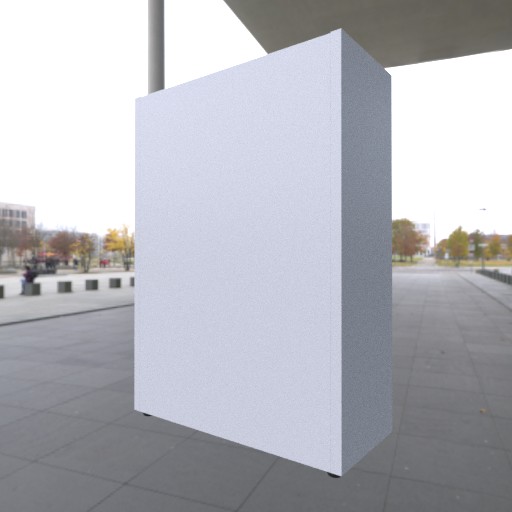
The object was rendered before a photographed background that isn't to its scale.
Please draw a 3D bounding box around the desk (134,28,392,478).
[{"bbox_3d":[0.000,0.000,1.569,0.850,1.190,0.390,0,0,37],"label":"desk"}]
